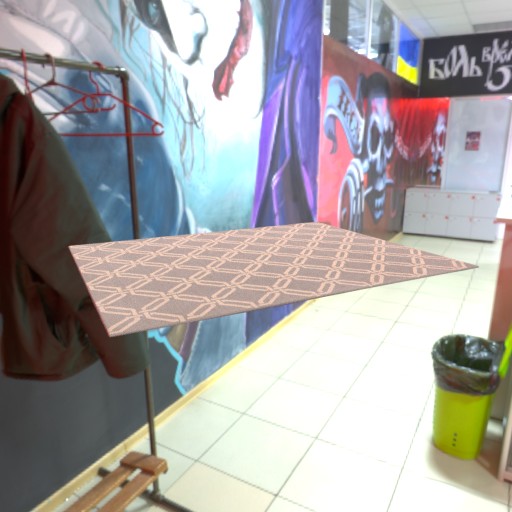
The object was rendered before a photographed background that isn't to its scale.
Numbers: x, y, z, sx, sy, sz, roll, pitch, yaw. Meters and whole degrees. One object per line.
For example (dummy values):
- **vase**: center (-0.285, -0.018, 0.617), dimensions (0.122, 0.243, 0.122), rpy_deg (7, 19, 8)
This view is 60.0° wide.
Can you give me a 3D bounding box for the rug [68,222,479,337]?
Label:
- **rug**: center (0.000, 0.000, 3.930), dimensions (2.895, 0.018, 2.288), rpy_deg (-7, 16, -26)
